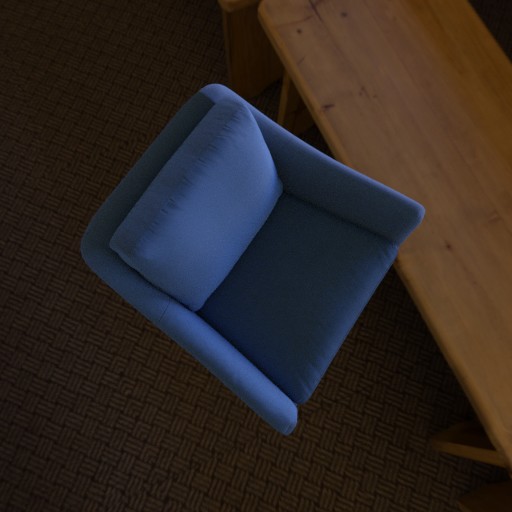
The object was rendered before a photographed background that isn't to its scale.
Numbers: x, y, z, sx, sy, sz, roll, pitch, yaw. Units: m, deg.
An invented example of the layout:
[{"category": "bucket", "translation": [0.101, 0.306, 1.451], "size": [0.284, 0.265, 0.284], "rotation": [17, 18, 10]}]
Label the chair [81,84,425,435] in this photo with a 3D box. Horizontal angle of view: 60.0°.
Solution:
[{"category": "chair", "translation": [0.000, 0.000, 1.787], "size": [0.961, 0.899, 0.987], "rotation": [33, 78, 8]}]
